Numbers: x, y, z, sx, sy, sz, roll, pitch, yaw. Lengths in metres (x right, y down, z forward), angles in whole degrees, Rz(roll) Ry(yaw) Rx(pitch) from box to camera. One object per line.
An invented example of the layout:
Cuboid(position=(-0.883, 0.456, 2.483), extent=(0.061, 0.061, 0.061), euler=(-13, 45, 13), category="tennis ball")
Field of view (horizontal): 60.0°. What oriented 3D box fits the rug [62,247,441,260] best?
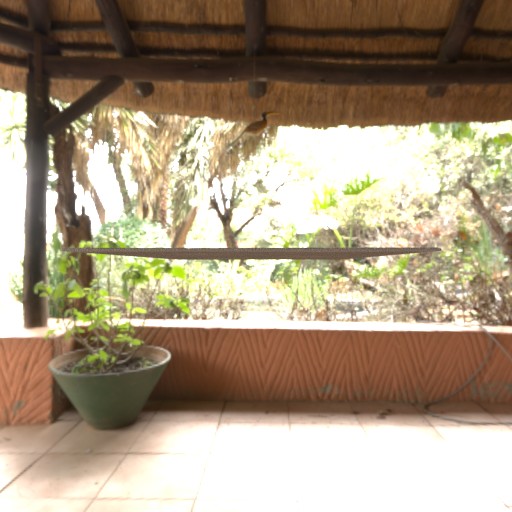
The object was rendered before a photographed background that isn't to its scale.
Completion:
Cuboid(position=(0.000, 0.000, 2.313), extent=(1.206, 0.012, 1.824), euler=(0, -1, 1), category="rug")
